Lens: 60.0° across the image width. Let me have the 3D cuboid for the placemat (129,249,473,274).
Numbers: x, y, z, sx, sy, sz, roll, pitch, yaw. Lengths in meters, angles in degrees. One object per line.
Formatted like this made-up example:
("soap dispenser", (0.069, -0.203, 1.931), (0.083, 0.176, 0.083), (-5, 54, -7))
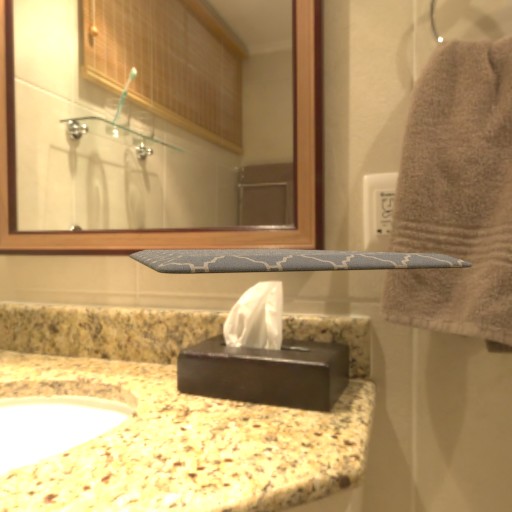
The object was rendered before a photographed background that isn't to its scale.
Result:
("placemat", (0.000, 0.000, 0.985), (0.508, 0.021, 0.762), (-1, 2, -19))
